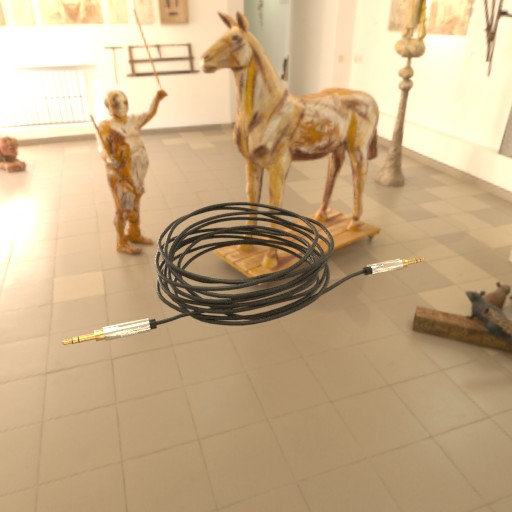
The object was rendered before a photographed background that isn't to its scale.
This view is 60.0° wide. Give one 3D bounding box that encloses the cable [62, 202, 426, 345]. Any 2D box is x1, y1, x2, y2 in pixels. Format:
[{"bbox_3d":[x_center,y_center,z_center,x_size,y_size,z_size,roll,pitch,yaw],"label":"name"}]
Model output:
[{"bbox_3d":[0.000,0.000,0.518,0.432,0.069,0.198,-10,31,-17],"label":"cable"}]
